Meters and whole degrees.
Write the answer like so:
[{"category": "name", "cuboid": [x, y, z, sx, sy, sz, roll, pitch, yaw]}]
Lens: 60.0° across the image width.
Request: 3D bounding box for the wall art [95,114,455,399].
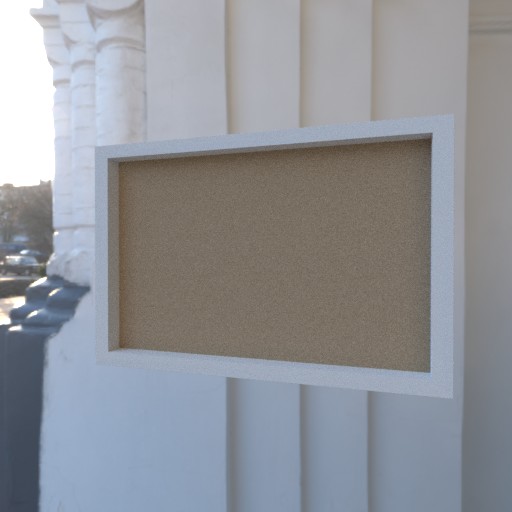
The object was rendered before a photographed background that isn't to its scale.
[{"category": "wall art", "cuboid": [0.000, 0.000, 0.472, 0.384, 0.254, 0.039, 0, 1, 19]}]
